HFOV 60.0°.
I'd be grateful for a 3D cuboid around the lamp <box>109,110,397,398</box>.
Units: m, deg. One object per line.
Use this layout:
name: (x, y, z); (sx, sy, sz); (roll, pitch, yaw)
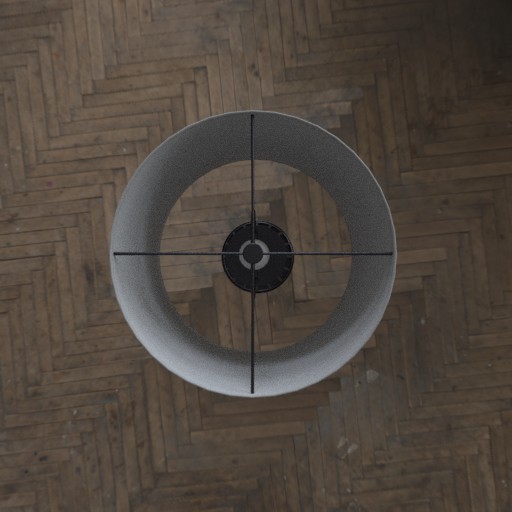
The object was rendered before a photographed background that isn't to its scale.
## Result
lamp: (0.000, 0.000, 0.791); (0.322, 0.593, 0.322); (0, 90, 1)
